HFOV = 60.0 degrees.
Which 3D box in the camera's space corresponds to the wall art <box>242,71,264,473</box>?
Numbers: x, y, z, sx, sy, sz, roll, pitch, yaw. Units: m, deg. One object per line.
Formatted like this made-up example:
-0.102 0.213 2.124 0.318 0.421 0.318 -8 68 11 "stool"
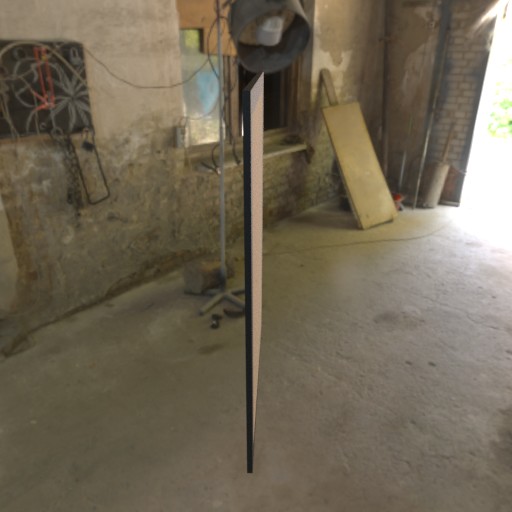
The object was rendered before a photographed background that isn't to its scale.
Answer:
0.000 0.000 0.711 0.008 0.530 0.379 1 25 3 "wall art"
